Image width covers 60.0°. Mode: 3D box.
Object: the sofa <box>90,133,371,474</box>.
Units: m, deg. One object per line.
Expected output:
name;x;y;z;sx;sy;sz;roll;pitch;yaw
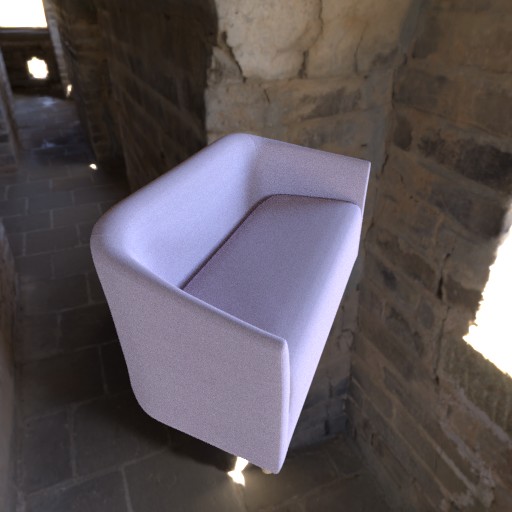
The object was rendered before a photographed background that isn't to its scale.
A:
sofa;0.000;0.000;1.864;0.705;0.721;1.452;11;33;18
